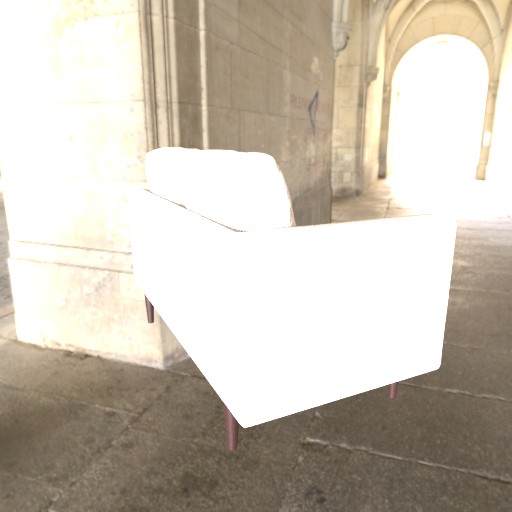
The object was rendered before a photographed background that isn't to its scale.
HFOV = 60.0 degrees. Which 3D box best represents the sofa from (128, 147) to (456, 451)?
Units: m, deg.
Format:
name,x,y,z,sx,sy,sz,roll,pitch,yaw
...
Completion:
name,x,y,z,sx,sy,sz,roll,pitch,yaw
sofa,0.000,0.000,1.917,0.796,0.908,1.430,-7,17,-25
